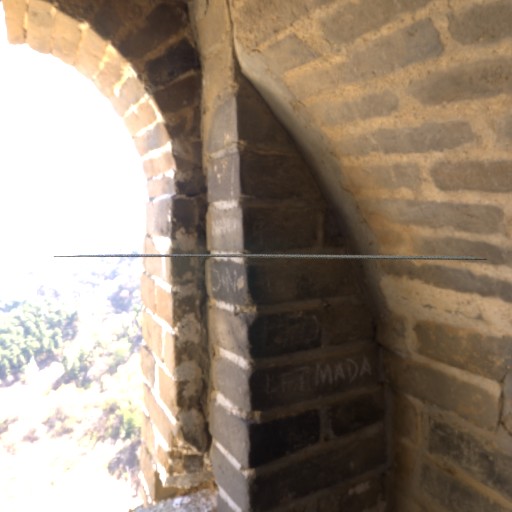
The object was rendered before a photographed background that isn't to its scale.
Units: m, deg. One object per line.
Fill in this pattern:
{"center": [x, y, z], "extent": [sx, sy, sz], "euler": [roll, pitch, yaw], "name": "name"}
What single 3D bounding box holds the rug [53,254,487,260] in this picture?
{"center": [0.000, 0.000, 2.603], "extent": [2.340, 0.013, 0.686], "euler": [0, 1, 18], "name": "rug"}
